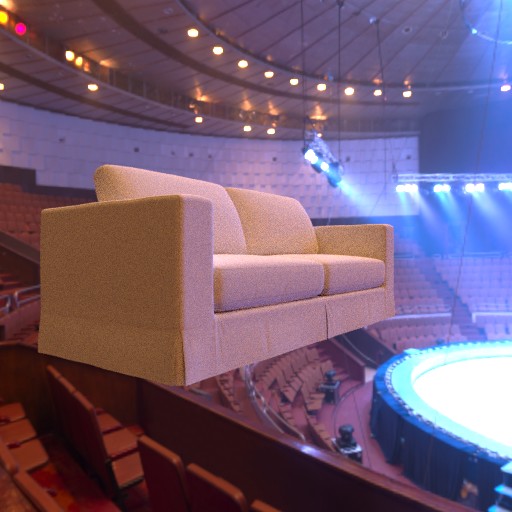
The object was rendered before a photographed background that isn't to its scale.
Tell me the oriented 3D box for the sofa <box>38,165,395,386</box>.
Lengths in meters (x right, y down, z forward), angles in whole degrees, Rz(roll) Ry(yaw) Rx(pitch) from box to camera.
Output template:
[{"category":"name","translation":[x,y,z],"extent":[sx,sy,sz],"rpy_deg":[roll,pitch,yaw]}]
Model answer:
[{"category":"sofa","translation":[0.000,0.000,2.640],"extent":[0.954,0.881,2.163],"rpy_deg":[0,0,36]}]
